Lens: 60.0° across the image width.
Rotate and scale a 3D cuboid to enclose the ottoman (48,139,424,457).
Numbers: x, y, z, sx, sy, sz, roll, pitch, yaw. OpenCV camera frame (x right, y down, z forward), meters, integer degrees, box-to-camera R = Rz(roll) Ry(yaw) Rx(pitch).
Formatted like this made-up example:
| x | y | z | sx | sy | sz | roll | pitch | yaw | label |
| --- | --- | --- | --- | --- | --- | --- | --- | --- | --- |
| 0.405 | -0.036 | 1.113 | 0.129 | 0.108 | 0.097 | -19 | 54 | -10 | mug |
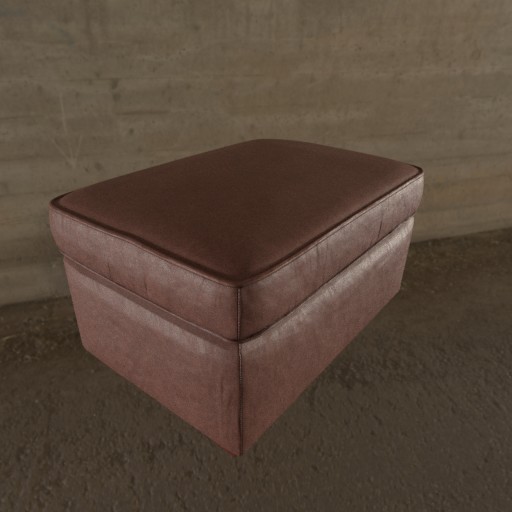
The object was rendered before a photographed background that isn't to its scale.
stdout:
| x | y | z | sx | sy | sz | roll | pitch | yaw | label |
| --- | --- | --- | --- | --- | --- | --- | --- | --- | --- |
| 0.000 | 0.000 | 1.080 | 0.548 | 0.449 | 0.749 | 20 | 34 | 34 | ottoman |
